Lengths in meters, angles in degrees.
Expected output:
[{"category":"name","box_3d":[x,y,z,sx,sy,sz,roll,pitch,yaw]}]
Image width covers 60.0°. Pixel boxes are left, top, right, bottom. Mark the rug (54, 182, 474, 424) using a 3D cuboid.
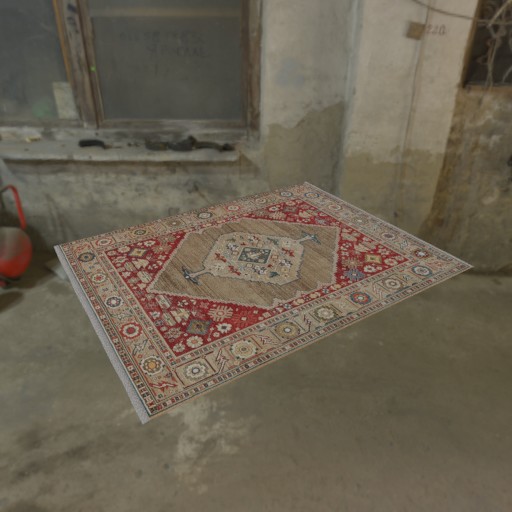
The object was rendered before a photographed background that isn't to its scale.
[{"category":"rug","box_3d":[0.000,0.000,4.168,3.143,0.008,2.451,-18,36,-28]}]
